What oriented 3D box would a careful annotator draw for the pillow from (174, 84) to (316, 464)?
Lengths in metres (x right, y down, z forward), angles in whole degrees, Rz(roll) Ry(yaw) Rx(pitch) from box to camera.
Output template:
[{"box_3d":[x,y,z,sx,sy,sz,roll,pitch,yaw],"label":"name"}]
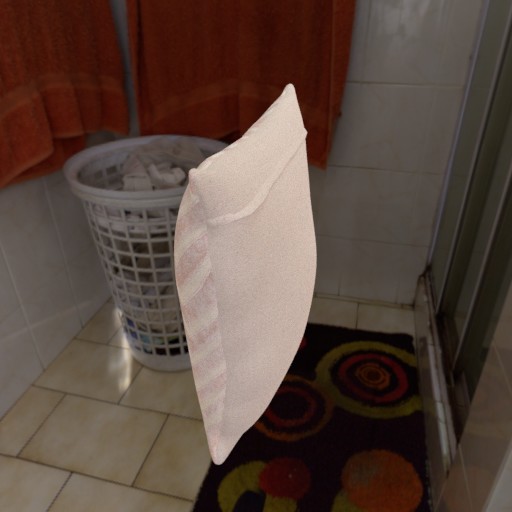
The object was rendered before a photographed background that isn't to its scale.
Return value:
[{"box_3d":[0.000,0.000,0.688,0.182,0.441,0.440,8,32,14],"label":"pillow"}]
